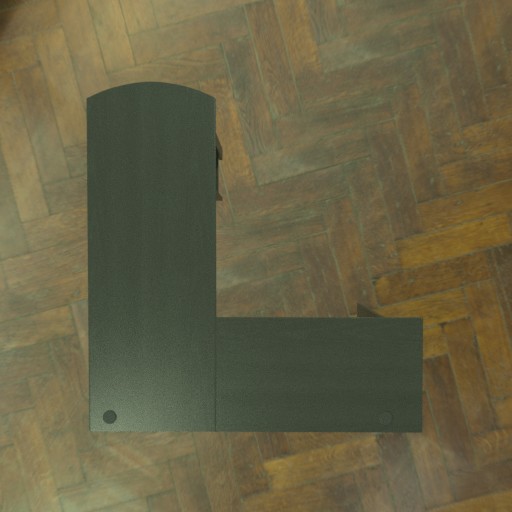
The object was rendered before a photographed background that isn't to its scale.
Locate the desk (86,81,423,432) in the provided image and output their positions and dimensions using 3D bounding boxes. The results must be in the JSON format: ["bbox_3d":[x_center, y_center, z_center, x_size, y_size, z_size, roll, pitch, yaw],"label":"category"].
[{"bbox_3d":[0.000,0.000,2.074,1.303,0.716,1.361,0,91,1],"label":"desk"}]
